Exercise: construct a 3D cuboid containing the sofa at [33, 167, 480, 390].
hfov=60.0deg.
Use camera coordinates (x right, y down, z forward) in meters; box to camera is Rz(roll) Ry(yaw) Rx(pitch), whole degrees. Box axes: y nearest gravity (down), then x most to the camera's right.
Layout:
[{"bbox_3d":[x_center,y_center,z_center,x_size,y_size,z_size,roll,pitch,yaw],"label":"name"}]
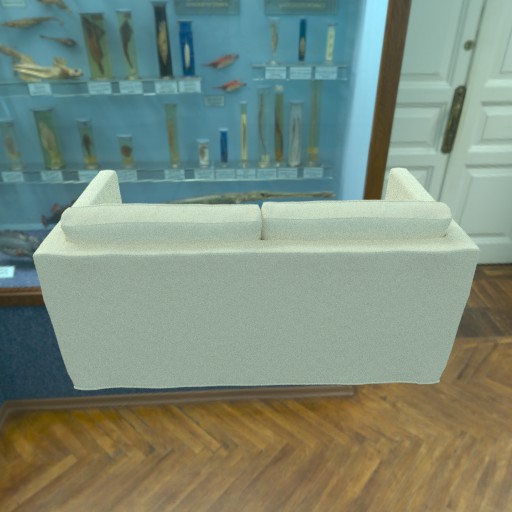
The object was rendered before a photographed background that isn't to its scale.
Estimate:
[{"bbox_3d":[0.000,0.000,2.228,1.746,0.834,0.962,-1,31,-1],"label":"sofa"}]
